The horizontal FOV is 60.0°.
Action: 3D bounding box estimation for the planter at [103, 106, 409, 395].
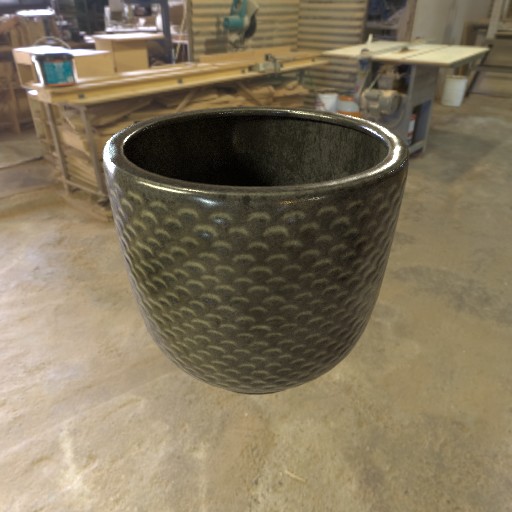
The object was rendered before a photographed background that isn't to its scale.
[{"bbox_3d":[0.000,0.000,0.240,0.140,0.129,0.140,0,31,0],"label":"planter"}]
